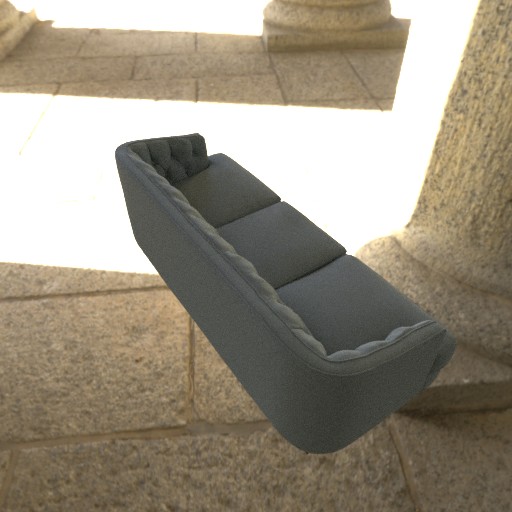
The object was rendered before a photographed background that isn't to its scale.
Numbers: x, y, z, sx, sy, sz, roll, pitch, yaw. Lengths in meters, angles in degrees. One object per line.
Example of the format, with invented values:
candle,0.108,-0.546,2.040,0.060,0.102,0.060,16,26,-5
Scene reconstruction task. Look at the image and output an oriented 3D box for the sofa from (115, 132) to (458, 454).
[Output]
sofa,0.000,0.000,2.703,0.941,0.855,2.278,-25,48,-25
